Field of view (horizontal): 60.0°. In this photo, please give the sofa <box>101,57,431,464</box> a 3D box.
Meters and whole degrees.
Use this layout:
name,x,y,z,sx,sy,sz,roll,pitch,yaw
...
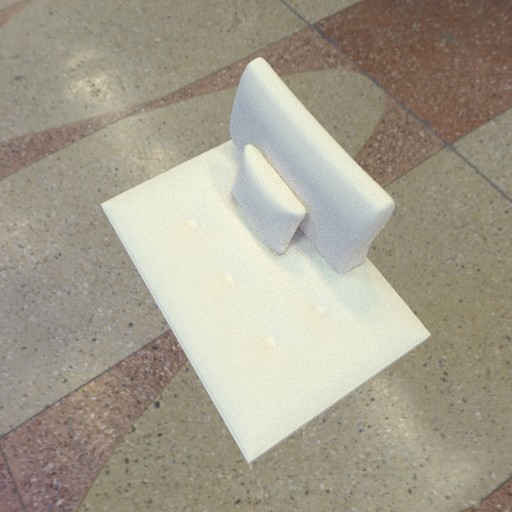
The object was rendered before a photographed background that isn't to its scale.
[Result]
name,x,y,z,sx,sy,sz,roll,pitch,yaw
sofa,0.000,0.000,2.070,1.000,0.820,1.450,-30,68,-14
